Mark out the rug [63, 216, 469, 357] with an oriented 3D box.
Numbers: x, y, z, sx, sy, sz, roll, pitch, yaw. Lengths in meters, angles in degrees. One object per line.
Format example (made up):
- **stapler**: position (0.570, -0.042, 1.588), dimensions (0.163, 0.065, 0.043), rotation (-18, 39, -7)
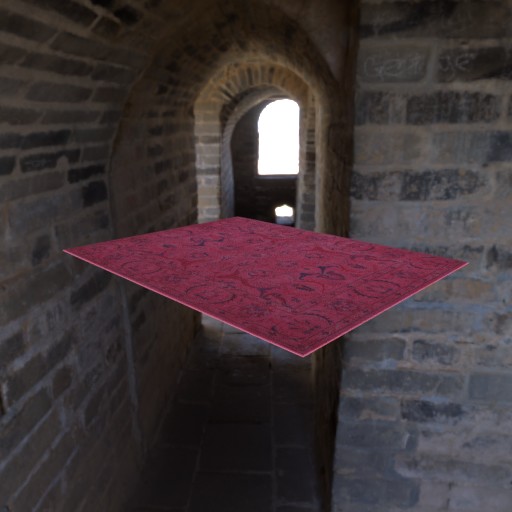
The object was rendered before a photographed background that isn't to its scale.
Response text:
- **rug**: position (0.000, 0.000, 4.049), dimensions (2.929, 0.012, 2.300), rotation (15, 22, 42)
